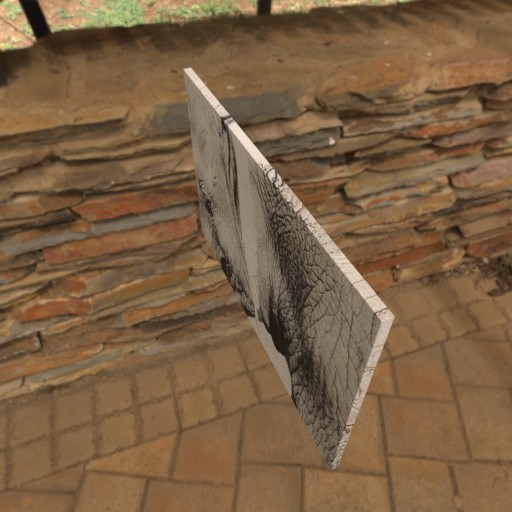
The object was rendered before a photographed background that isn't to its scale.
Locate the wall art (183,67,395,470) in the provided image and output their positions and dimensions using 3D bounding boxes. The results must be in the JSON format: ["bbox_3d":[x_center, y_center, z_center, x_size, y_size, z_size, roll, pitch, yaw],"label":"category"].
[{"bbox_3d":[0.000,0.000,1.135,0.023,0.607,0.914,-18,49,-17],"label":"wall art"}]
